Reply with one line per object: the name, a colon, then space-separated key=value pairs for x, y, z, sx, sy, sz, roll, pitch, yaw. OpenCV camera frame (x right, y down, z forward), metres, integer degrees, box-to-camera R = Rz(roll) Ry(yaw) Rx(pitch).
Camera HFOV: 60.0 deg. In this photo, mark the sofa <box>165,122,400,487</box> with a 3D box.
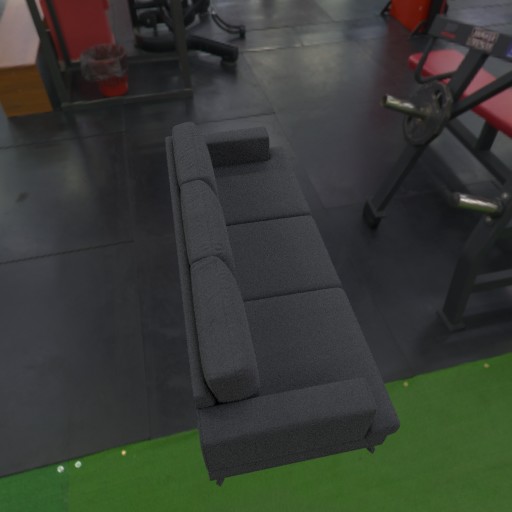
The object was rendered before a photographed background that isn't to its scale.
sofa: x=0.000 y=0.000 z=2.719 sx=0.920 sy=0.810 sz=2.310 roll=-8 pitch=48 yaw=-8
